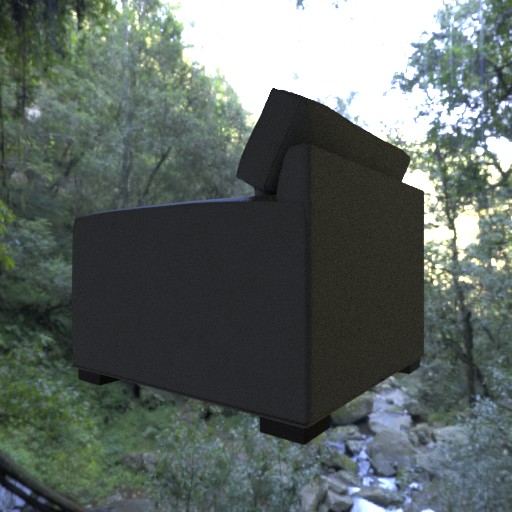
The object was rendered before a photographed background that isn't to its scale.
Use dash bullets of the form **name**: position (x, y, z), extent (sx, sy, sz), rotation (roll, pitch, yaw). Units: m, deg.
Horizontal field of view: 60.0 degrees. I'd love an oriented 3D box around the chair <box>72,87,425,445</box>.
- **chair**: position (0.000, 0.000, 1.777), extent (1.044, 0.934, 0.999), rotation (0, 0, 37)
